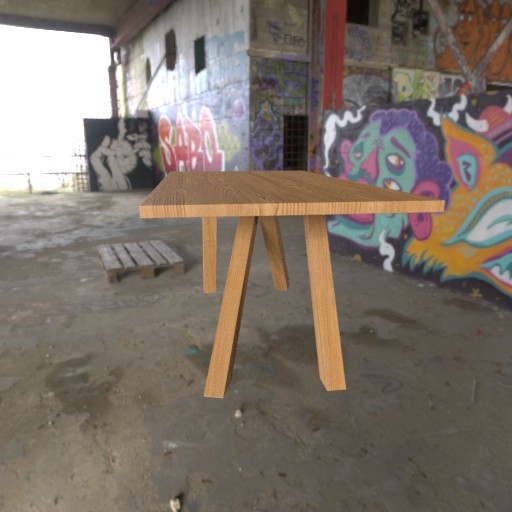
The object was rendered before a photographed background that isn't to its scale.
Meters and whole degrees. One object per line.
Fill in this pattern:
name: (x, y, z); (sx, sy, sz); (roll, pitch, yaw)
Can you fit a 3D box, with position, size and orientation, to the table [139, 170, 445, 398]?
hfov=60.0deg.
table: (0.000, 0.000, 2.230); (0.901, 0.750, 1.797); (-2, 14, -8)
